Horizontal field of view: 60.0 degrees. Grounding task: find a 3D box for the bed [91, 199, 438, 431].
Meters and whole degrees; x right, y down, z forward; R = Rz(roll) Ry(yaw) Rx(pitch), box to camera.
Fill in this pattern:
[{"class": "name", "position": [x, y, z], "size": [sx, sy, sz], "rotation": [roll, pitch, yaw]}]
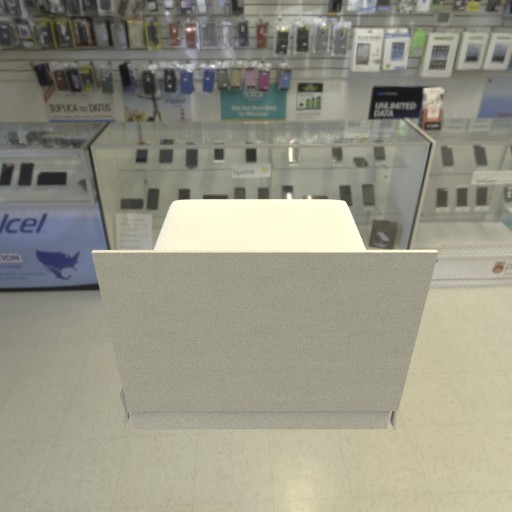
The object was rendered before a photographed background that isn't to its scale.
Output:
[{"class": "bed", "position": [0.000, 0.000, 3.286], "size": [1.745, 1.335, 2.094], "rotation": [0, 32, 0]}]
